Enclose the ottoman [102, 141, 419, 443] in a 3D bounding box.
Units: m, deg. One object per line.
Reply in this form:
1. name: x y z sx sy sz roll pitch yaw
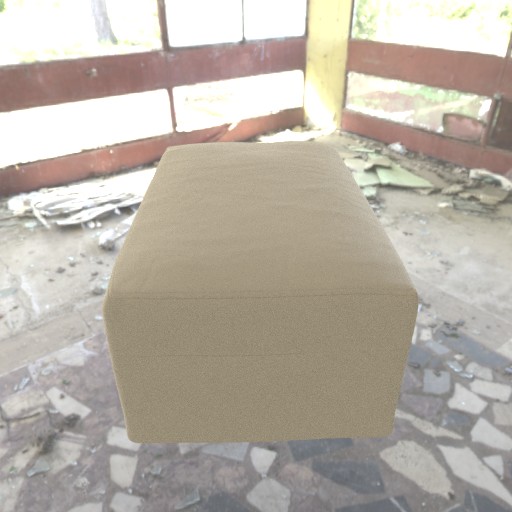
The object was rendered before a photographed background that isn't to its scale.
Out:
1. ottoman: 0.000 0.000 1.198 0.590 0.444 0.872 -1 32 -2
